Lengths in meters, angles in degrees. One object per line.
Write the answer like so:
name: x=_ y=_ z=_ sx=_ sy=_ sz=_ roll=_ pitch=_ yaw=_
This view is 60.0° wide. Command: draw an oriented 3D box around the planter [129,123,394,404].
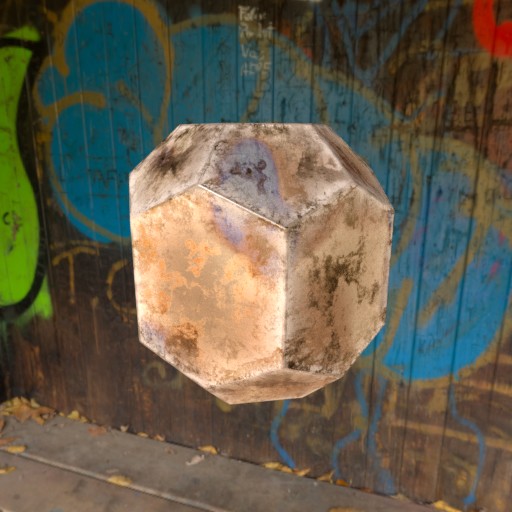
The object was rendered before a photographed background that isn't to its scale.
planter: x=0.000 y=0.000 z=0.419 sx=0.221 sy=0.238 sz=0.243 roll=-2 pitch=15 yaw=-9
